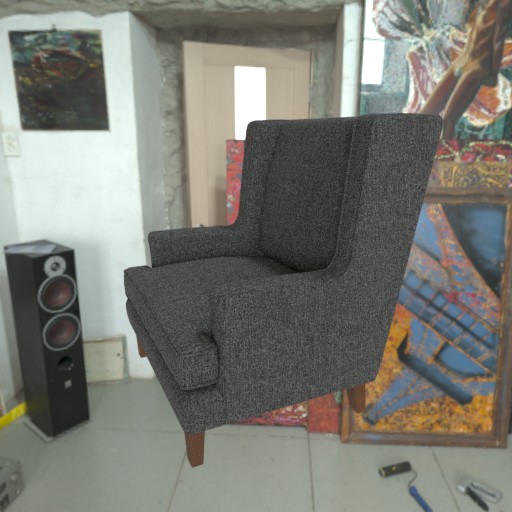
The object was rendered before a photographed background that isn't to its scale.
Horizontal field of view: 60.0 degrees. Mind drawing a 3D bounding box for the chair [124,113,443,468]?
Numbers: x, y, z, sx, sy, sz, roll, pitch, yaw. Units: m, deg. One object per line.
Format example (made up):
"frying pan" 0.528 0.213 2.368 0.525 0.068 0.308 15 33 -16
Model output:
"chair" 0.000 0.000 1.792 0.927 1.082 0.942 -7 17 -25
